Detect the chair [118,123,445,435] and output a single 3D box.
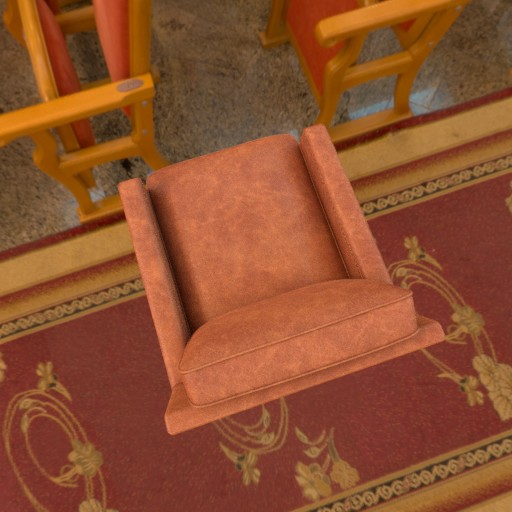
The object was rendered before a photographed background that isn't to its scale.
[{"bbox_3d":[0.000,0.000,1.706,0.853,0.943,1.014,-18,75,-5],"label":"chair"}]
